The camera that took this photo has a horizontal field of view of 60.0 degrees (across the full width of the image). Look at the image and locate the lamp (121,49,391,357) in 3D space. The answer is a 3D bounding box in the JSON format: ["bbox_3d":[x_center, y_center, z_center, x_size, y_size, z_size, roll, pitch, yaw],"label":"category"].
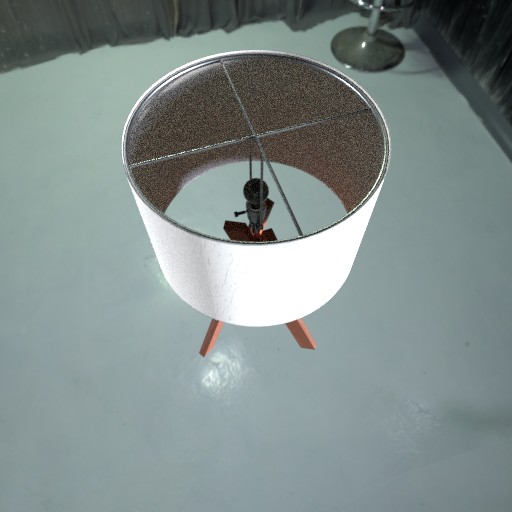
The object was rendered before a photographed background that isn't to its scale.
[{"bbox_3d":[0.000,0.000,0.924,0.380,0.686,0.380,-16,60,-9],"label":"lamp"}]
